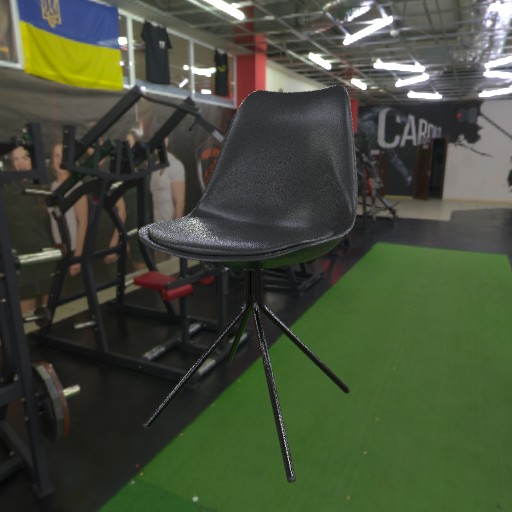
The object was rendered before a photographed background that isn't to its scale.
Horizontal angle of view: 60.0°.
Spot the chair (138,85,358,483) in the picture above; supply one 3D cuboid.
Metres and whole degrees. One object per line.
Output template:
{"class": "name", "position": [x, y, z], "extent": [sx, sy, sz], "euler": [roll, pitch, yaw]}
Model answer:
{"class": "chair", "position": [0.000, 0.000, 1.112], "extent": [0.461, 0.850, 0.525], "euler": [7, 15, 27]}
